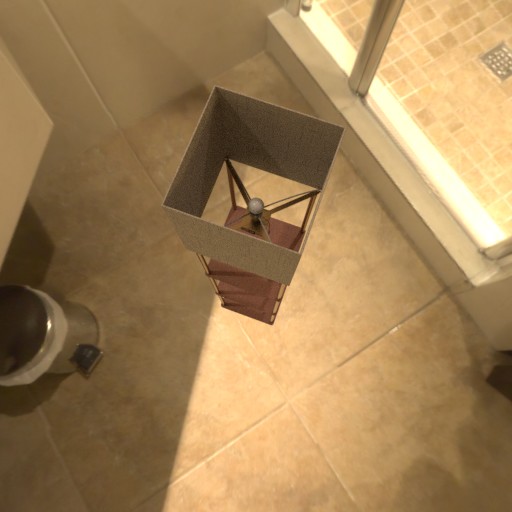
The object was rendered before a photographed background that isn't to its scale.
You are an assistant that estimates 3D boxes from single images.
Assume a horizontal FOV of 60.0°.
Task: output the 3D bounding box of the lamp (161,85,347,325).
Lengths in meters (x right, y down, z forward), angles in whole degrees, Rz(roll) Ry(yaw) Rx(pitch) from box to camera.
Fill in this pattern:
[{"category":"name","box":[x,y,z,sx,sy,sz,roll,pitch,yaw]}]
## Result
[{"category":"lamp","box":[0.000,0.000,1.706,0.310,1.569,0.308,20,77,5]}]
